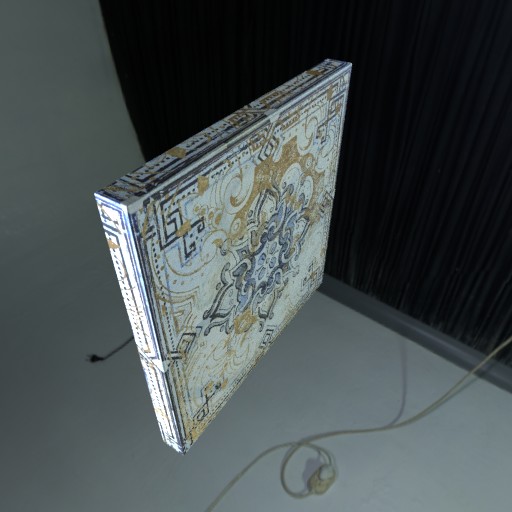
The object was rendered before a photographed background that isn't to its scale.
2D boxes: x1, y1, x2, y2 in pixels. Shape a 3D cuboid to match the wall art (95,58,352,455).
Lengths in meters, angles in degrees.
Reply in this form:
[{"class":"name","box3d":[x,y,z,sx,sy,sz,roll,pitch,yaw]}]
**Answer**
[{"class":"wall art","box3d":[0.000,0.000,0.609,0.038,0.410,0.411,24,46,25]}]
